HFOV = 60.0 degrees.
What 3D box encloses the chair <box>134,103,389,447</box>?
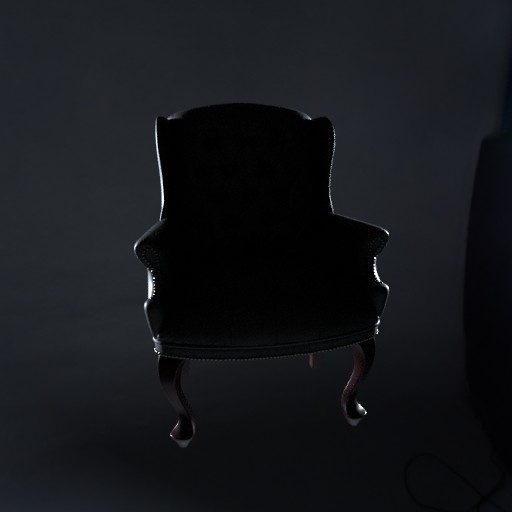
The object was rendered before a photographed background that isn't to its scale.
[{"bbox_3d":[0.000,0.000,1.662,0.838,1.111,0.762,-3,17,-10],"label":"chair"}]
